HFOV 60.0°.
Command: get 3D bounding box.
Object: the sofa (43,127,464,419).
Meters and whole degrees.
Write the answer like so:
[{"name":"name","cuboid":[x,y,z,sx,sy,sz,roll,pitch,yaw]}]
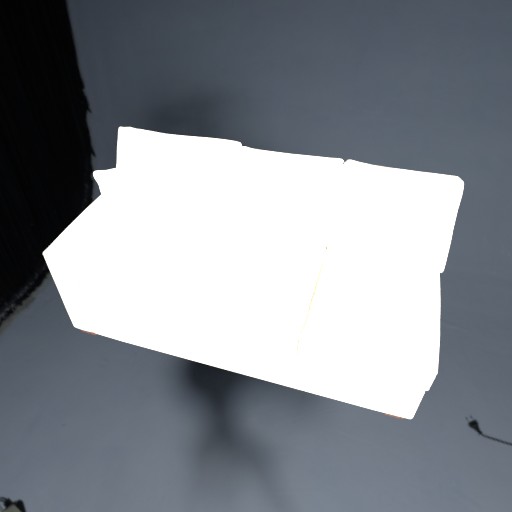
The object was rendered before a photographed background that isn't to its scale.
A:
[{"name":"sofa","cuboid":[0.000,0.000,2.460,1.962,0.946,1.034,12,43,13]}]
